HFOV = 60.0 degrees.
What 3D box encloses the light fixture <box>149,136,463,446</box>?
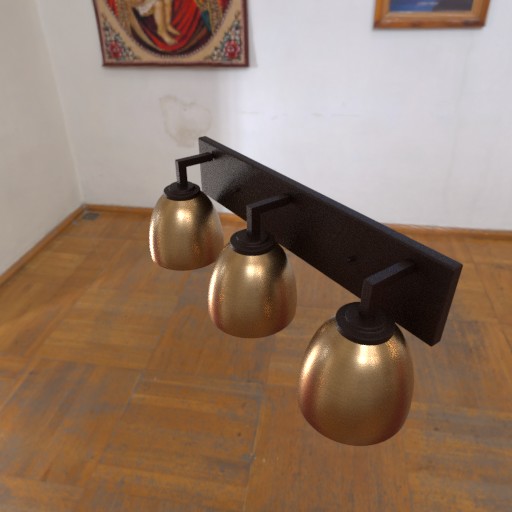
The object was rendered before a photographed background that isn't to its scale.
[{"bbox_3d":[0.000,0.000,0.673,0.157,0.204,0.582,-21,38,-29],"label":"light fixture"}]
